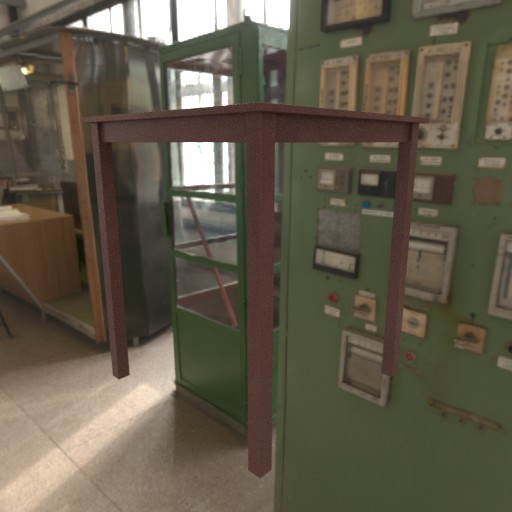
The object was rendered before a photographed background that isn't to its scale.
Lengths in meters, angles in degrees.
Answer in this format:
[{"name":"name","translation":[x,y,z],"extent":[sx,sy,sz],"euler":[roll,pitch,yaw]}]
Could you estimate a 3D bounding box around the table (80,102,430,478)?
[{"name":"table","translation":[0.000,0.000,1.662],"extent":[0.861,0.991,0.861],"euler":[13,19,42]}]
